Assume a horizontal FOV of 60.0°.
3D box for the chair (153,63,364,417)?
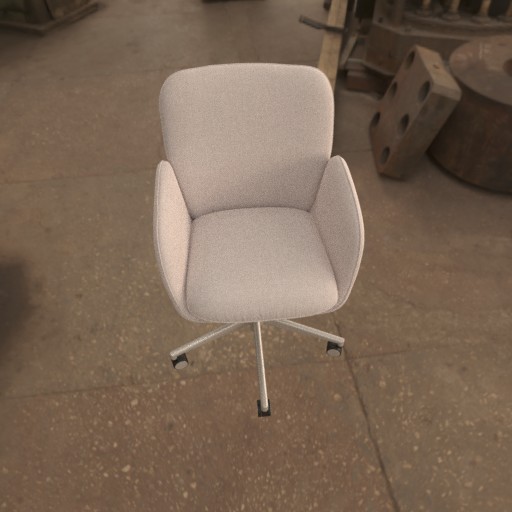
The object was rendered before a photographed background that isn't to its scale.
[{"bbox_3d":[0.000,0.000,1.393,0.648,0.959,0.633,-4,46,-4],"label":"chair"}]
